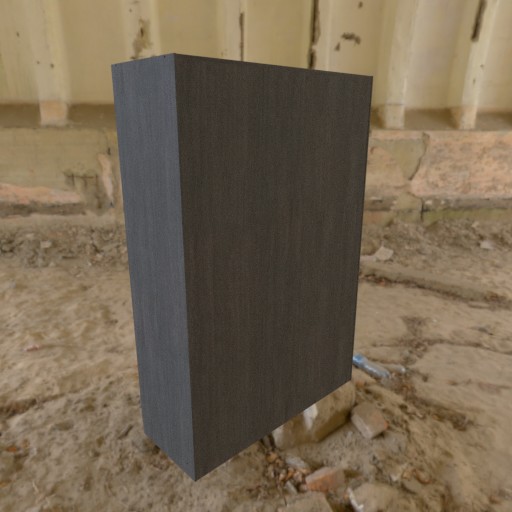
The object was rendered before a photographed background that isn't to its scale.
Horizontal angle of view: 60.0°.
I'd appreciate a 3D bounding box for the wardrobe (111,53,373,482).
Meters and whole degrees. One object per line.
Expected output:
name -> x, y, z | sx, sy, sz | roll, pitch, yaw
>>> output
wardrobe -> 0.000, 0.000, 2.469 | 1.290, 1.910, 0.510 | -15, 23, -41
